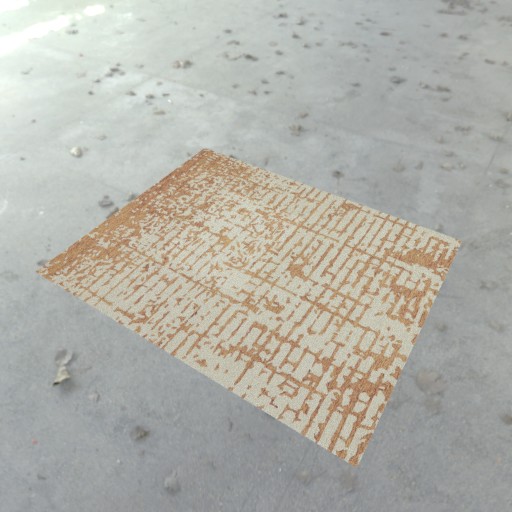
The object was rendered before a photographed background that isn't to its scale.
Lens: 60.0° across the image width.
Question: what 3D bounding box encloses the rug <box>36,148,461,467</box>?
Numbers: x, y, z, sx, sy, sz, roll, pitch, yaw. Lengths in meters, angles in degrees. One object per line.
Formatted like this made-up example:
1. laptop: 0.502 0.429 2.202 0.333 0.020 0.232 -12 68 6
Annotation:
1. rug: 0.000 0.000 4.044 3.050 0.011 2.441 24 50 23
